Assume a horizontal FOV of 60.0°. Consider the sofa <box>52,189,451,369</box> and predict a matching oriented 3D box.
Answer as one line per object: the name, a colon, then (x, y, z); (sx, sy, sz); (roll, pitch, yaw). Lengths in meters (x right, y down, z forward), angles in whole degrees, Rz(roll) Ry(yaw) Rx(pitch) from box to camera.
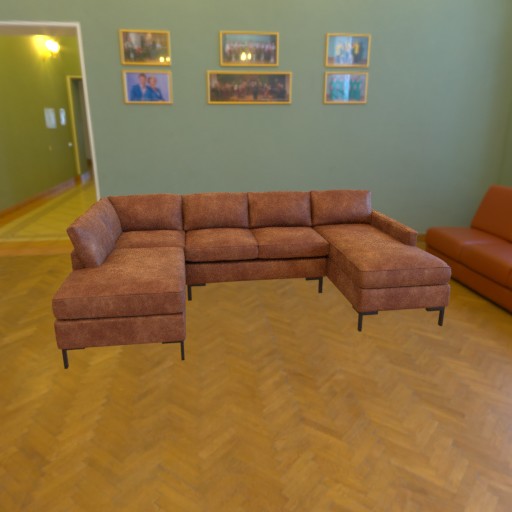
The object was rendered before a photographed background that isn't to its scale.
sofa: (0.000, 0.000, 3.952); (2.956, 0.900, 1.939); (-3, 17, -8)
